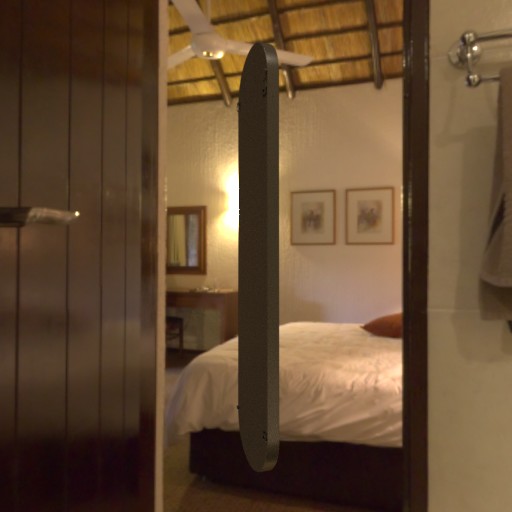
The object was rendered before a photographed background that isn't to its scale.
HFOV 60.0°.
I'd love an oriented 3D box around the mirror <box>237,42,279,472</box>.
[{"bbox_3d":[0.000,0.000,1.050,0.032,0.991,0.222,0,-1,-18],"label":"mirror"}]
